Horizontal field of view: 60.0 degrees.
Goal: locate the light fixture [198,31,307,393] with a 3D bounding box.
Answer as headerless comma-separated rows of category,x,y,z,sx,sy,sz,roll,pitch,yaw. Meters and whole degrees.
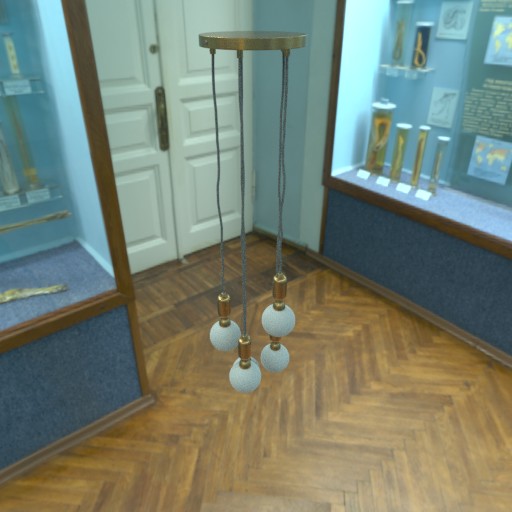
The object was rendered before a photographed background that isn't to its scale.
light fixture,0.000,0.000,0.509,0.105,0.457,0.108,-20,36,-31
